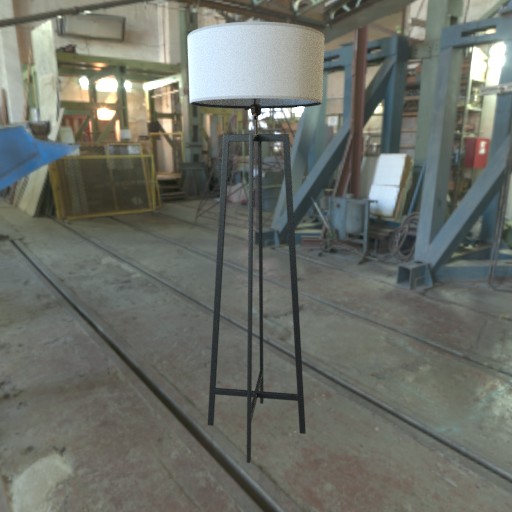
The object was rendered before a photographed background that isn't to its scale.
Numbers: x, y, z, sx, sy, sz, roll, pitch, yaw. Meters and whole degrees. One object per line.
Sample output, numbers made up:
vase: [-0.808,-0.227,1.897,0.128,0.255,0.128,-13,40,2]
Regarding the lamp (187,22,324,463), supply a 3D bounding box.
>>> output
lamp: [0.000,0.000,1.685,0.456,1.510,0.457,2,15,8]
